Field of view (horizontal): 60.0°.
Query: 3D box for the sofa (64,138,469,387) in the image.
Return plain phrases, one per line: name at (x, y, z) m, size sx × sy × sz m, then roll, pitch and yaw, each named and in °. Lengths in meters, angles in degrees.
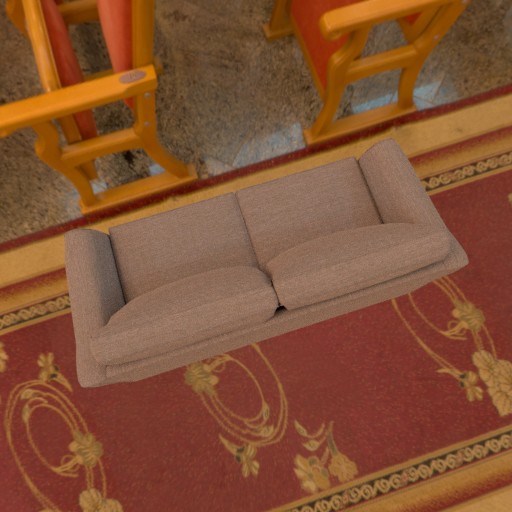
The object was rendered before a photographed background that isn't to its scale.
sofa at (0.000, 0.000, 2.807) m, size 2.270 × 0.965 × 0.980 m, roll -17°, pitch 75°, yaw -5°
